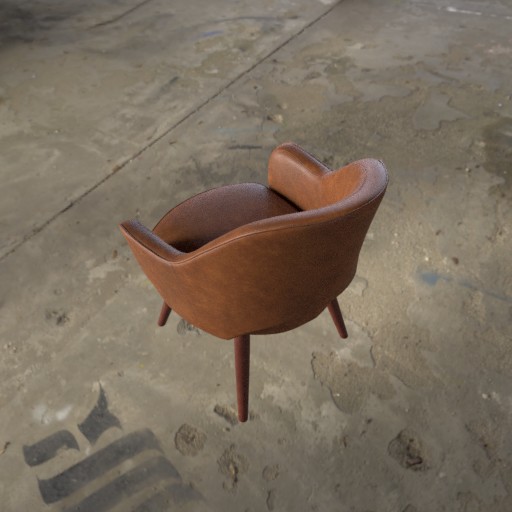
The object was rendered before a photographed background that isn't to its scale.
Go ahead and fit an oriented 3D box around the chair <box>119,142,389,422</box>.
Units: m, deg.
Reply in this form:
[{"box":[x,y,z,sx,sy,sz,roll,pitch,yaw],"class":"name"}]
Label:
[{"box":[0.000,0.000,1.251,0.591,0.777,0.640,-32,54,-27],"class":"chair"}]
